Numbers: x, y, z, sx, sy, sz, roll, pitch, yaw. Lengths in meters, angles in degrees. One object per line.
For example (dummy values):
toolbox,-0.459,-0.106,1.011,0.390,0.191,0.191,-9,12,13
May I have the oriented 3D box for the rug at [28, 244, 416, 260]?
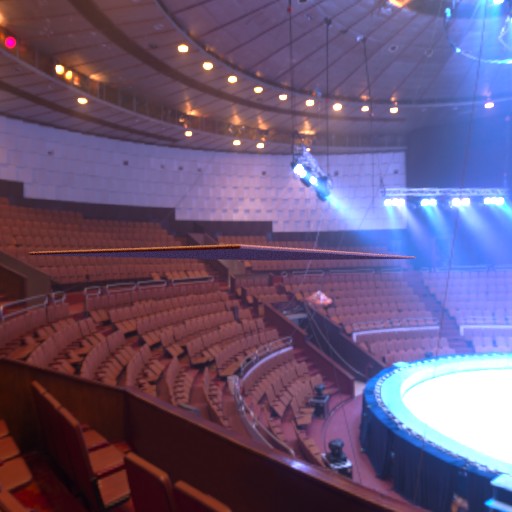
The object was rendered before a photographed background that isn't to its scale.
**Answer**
rug,0.000,0.000,2.155,1.078,0.013,1.678,-1,-2,35
